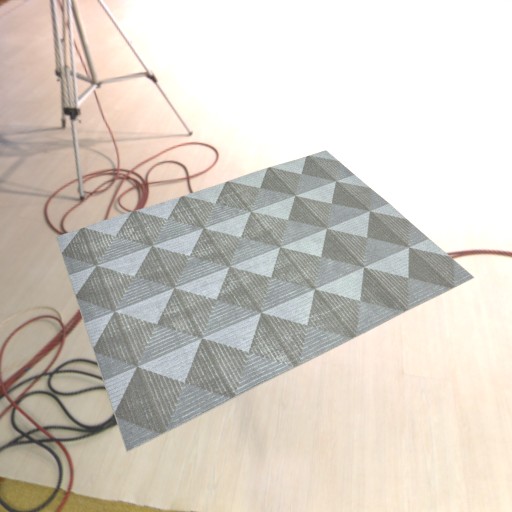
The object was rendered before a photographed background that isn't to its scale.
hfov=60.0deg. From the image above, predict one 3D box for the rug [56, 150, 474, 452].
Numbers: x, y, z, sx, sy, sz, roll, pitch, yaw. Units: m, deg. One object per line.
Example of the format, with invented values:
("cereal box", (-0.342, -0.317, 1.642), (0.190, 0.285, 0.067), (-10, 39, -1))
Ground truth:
("rug", (0.000, 0.000, 4.327), (3.333, 0.027, 2.428), (-21, 50, -19))
